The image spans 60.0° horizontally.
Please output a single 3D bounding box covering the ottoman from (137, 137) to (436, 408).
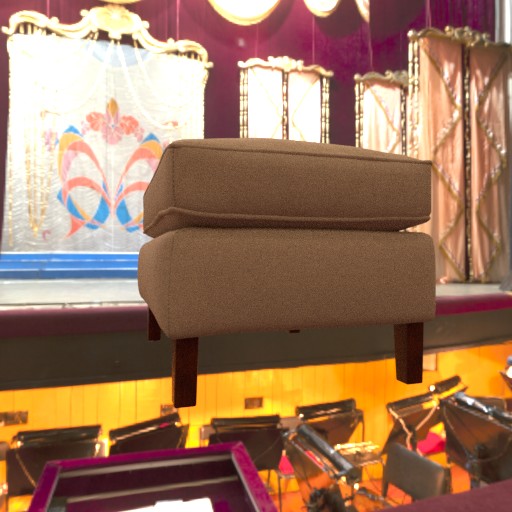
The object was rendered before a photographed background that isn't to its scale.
[{"bbox_3d":[0.000,0.000,0.999,0.501,0.456,0.665,0,0,-17],"label":"ottoman"}]
